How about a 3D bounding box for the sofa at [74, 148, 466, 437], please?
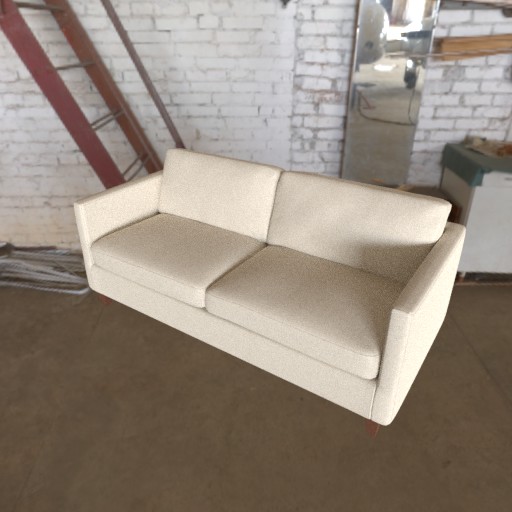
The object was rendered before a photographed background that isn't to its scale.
[{"bbox_3d":[0.000,0.000,2.518,1.981,0.889,0.965,18,33,29],"label":"sofa"}]
